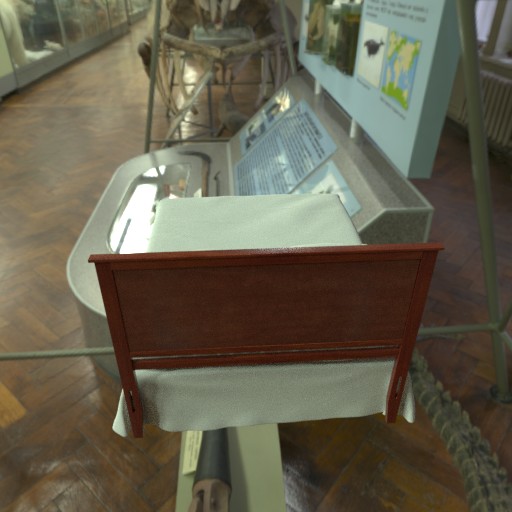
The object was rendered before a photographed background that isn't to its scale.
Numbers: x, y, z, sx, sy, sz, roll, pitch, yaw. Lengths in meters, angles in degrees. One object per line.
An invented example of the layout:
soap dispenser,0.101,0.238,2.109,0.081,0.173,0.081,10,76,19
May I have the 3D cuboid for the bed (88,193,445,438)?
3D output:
bed,0.000,0.000,3.230,1.870,1.270,2.050,-2,32,-3
